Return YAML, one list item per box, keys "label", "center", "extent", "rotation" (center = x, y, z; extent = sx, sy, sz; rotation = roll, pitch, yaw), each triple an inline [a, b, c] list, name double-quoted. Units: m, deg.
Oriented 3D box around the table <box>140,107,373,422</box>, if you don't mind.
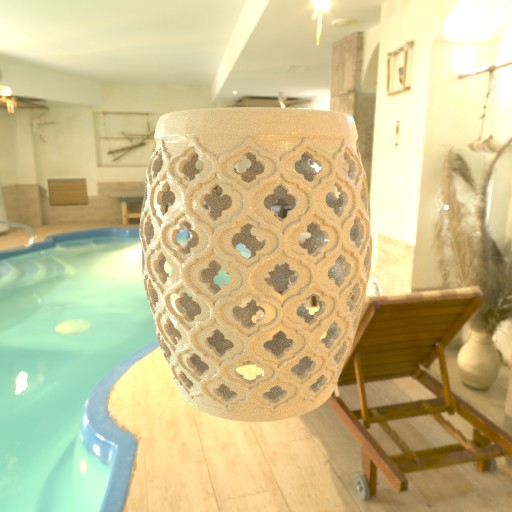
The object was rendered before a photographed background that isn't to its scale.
- label: "table"
  center: [0.000, 0.000, 0.645]
  extent: [0.325, 0.388, 0.325]
  rotation: [0, 13, 0]
